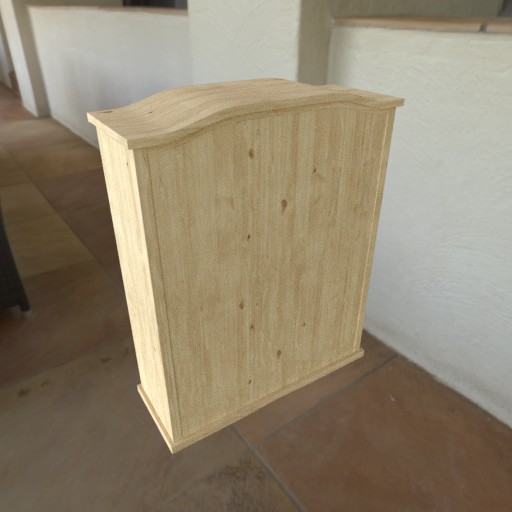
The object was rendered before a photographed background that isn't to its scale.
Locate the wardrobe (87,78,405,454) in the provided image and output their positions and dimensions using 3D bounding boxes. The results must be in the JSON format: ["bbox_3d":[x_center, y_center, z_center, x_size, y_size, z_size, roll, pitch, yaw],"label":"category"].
[{"bbox_3d":[0.000,0.000,2.622,1.500,1.870,0.570,-18,34,-28],"label":"wardrobe"}]
